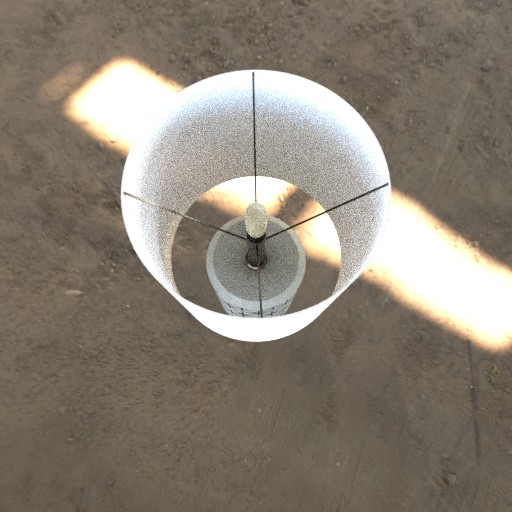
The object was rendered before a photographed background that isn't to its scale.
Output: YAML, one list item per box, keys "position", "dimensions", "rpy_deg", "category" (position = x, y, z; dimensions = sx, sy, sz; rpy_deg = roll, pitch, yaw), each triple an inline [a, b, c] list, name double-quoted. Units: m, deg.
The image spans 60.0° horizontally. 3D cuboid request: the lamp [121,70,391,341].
- position: [0.000, 0.000, 0.540]
  dimensions: [0.206, 0.416, 0.206]
  rpy_deg: [-2, 75, -1]
  category: "lamp"
